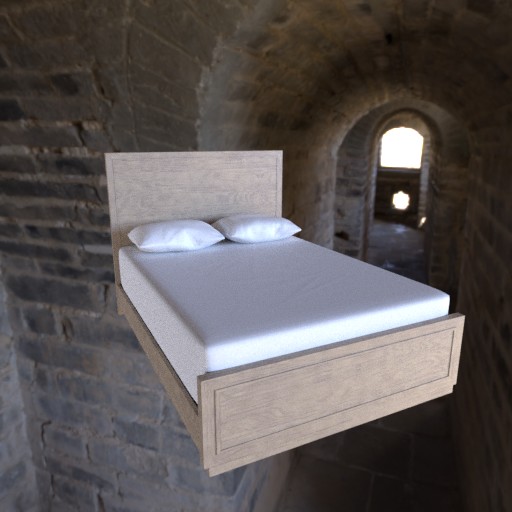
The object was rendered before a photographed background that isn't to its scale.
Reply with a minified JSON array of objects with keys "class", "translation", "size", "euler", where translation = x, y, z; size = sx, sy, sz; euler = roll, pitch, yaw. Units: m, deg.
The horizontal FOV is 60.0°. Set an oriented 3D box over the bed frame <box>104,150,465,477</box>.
[{"class":"bed frame","translation":[0.000,0.000,3.104],"size":[1.606,1.369,2.189],"euler":[-7,17,-26]}]
